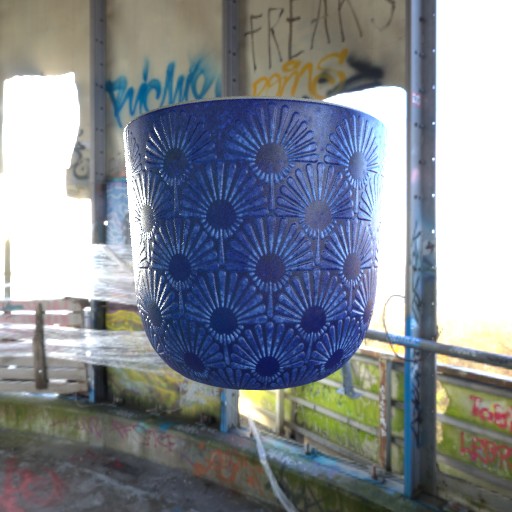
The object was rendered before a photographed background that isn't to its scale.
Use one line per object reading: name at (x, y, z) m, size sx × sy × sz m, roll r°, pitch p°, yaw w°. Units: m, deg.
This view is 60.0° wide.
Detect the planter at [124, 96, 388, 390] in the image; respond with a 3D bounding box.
planter at (0.000, 0.000, 0.362) m, size 0.206 × 0.190 × 0.206 m, roll 0°, pitch 1°, yaw 0°
